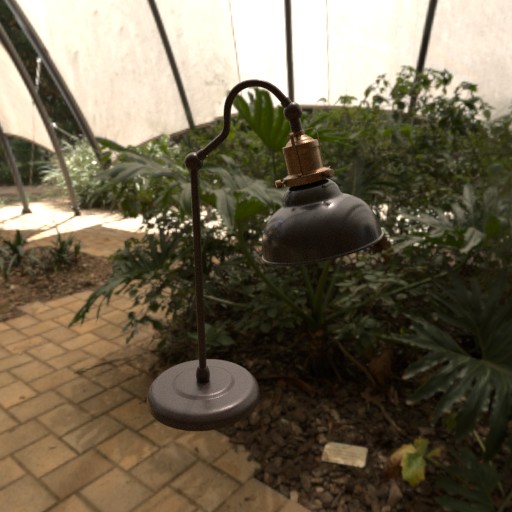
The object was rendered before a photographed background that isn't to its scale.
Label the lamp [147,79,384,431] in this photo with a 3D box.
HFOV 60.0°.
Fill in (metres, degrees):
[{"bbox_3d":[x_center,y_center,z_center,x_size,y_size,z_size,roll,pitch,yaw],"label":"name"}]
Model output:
[{"bbox_3d":[0.000,0.000,0.681,0.374,0.508,0.192,3,16,10],"label":"lamp"}]
